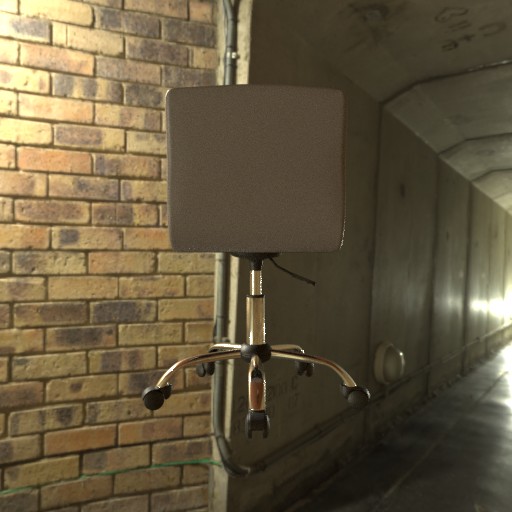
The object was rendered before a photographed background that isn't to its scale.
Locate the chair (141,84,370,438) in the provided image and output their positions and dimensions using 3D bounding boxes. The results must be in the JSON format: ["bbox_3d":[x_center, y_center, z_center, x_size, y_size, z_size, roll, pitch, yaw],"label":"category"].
[{"bbox_3d":[0.000,0.000,1.157,0.569,0.750,0.542,0,-1,0],"label":"chair"}]
